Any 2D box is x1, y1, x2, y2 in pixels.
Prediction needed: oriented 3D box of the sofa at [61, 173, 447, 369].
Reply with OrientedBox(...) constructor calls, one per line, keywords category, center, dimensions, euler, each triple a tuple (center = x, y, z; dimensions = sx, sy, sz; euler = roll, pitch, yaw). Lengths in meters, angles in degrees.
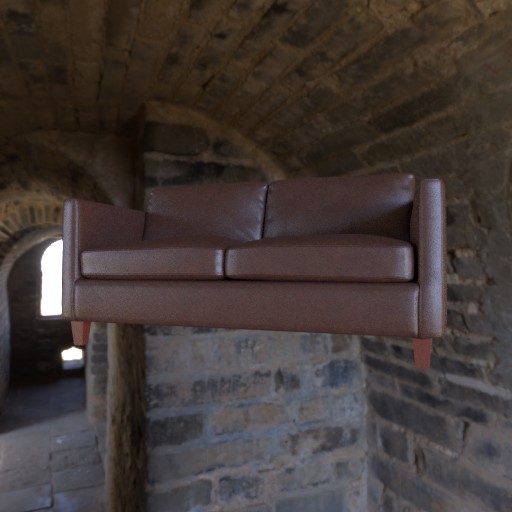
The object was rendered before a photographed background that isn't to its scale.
OrientedBox(category="sofa", center=(0.000, 0.000, 2.452), dimensions=(1.883, 0.933, 0.951), euler=(0, -1, 18))
